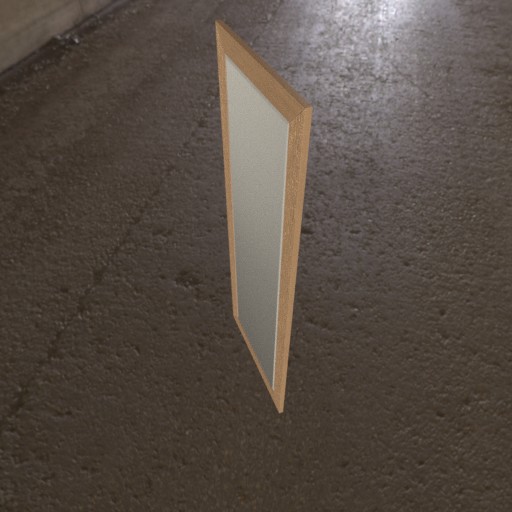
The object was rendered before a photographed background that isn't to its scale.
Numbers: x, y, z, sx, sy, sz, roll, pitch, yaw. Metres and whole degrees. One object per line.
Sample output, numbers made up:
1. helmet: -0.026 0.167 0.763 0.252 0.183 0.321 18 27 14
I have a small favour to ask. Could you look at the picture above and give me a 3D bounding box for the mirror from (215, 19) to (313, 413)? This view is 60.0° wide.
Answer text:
1. mirror: 0.000 0.000 2.301 0.026 2.031 0.812 -17 48 -16
